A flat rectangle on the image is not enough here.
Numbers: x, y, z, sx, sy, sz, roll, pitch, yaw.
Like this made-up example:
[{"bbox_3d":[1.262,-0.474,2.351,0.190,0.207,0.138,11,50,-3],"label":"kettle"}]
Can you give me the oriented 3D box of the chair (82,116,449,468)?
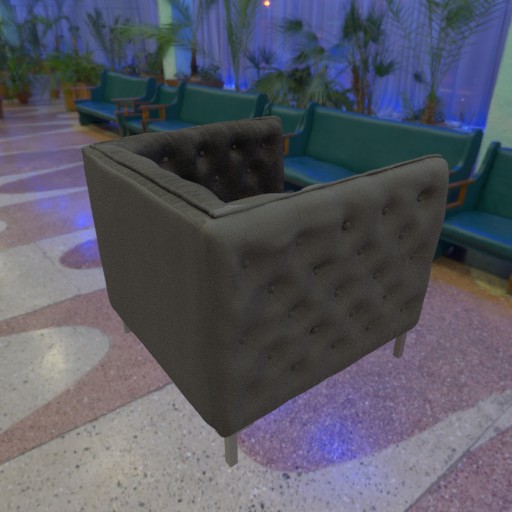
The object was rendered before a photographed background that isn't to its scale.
[{"bbox_3d":[0.000,0.000,1.635,0.913,0.807,0.946,-19,34,-32],"label":"chair"}]
